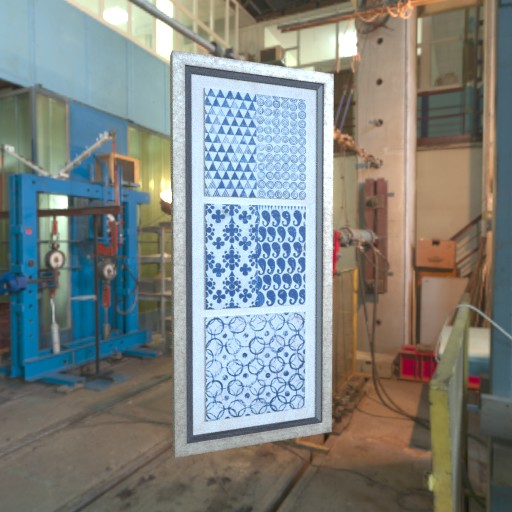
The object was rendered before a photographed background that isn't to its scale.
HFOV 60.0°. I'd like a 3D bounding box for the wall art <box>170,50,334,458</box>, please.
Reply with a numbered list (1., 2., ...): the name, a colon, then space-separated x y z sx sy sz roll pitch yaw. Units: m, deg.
1. wall art: 0.000 0.000 1.720 0.648 1.461 0.051 -1 2 -20
